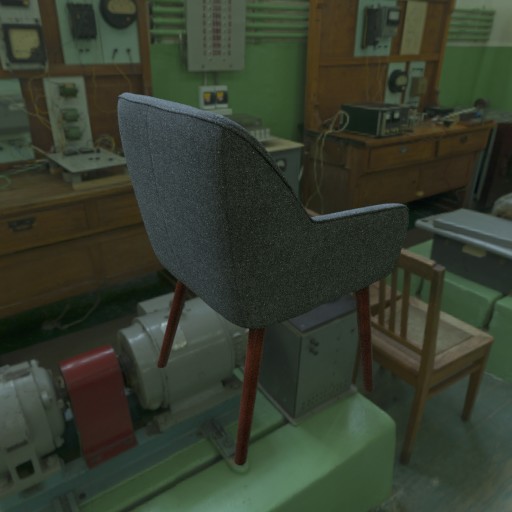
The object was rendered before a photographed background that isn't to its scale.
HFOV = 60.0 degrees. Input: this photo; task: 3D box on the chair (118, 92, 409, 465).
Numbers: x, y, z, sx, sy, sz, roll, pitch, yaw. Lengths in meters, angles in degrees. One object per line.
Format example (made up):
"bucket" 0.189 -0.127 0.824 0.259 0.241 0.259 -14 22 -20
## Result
"chair" 0.000 0.000 1.149 0.519 0.803 0.543 -18 32 -32
